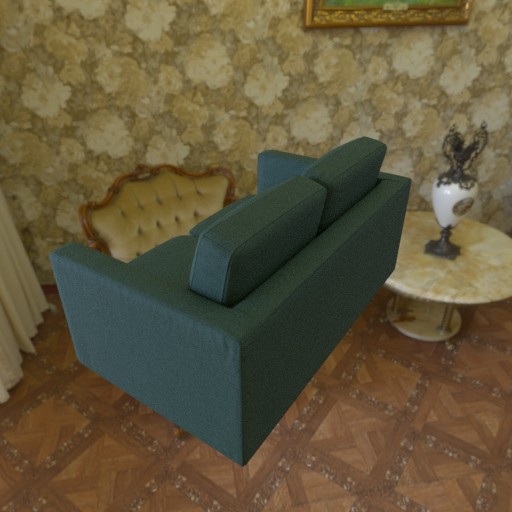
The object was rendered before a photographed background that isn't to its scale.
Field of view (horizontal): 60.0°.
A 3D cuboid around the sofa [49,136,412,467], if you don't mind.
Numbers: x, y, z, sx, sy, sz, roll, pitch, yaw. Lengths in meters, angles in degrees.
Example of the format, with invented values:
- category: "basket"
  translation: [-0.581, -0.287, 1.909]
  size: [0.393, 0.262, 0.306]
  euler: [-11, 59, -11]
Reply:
- category: "sofa"
  translation: [0.000, 0.000, 1.985]
  size: [0.879, 0.899, 1.430]
  euler: [19, 36, 29]
